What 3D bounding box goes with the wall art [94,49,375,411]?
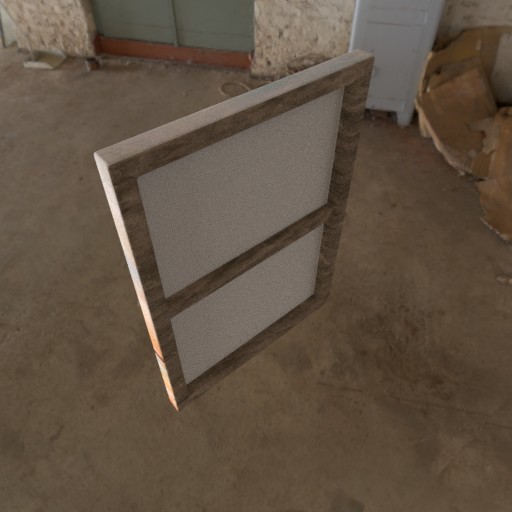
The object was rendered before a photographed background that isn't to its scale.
[{"bbox_3d":[0.000,0.000,0.797,0.443,0.605,0.035,-31,54,-26],"label":"wall art"}]
